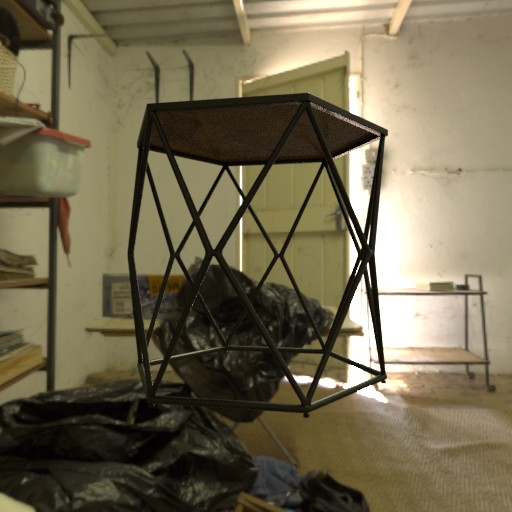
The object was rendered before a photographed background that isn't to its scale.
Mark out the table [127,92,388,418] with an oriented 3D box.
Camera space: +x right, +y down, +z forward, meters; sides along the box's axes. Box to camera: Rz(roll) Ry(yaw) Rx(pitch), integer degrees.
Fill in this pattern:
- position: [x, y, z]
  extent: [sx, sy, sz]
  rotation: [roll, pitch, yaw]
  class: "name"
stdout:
- position: [0.000, 0.000, 1.038]
  extent: [0.579, 0.564, 0.578]
  rotation: [0, 0, -19]
  class: "table"
